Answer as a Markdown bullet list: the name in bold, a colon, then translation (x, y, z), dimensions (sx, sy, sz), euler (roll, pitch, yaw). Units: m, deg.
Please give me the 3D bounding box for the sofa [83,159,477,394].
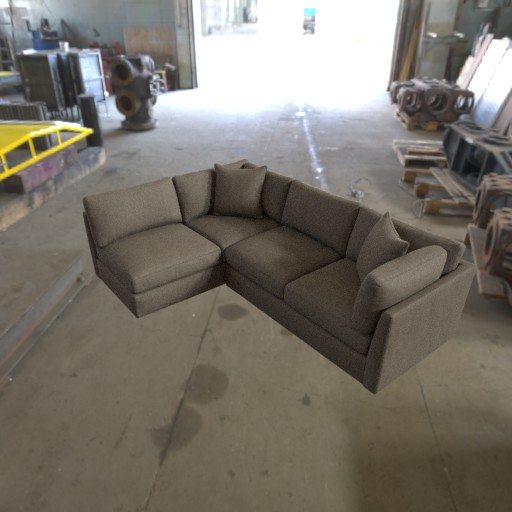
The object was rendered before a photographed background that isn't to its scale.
- **sofa**: translation (0.000, 0.000, 3.890), dimensions (1.994, 0.978, 2.896), euler (-21, 35, -33)
